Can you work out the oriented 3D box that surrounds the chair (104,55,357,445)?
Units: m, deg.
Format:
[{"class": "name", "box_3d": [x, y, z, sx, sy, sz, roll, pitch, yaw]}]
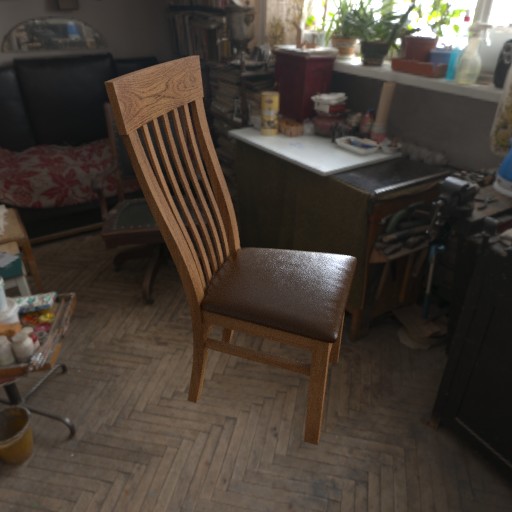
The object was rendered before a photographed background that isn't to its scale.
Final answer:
[{"class": "chair", "box_3d": [0.000, 0.000, 1.352, 0.580, 1.050, 0.450, 10, 33, 15]}]
